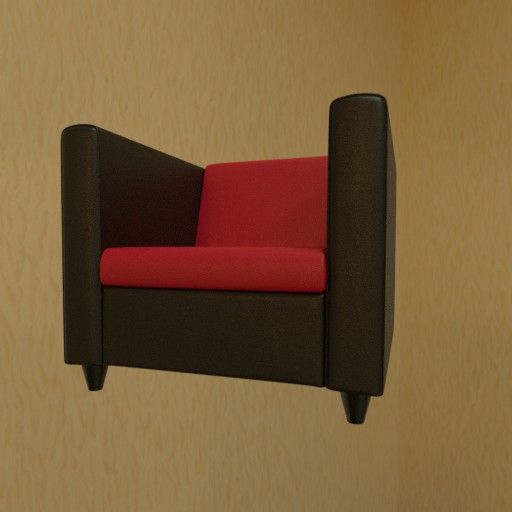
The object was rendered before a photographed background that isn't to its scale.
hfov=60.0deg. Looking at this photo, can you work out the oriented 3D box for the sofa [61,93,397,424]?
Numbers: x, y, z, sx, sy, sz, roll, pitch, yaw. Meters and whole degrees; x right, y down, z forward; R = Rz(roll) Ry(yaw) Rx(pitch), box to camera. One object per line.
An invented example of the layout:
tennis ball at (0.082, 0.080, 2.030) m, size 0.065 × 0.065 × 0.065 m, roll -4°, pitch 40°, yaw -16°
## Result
sofa at (0.000, 0.000, 1.419) m, size 0.839 × 0.724 × 0.809 m, roll 0°, pitch 1°, yaw 19°
